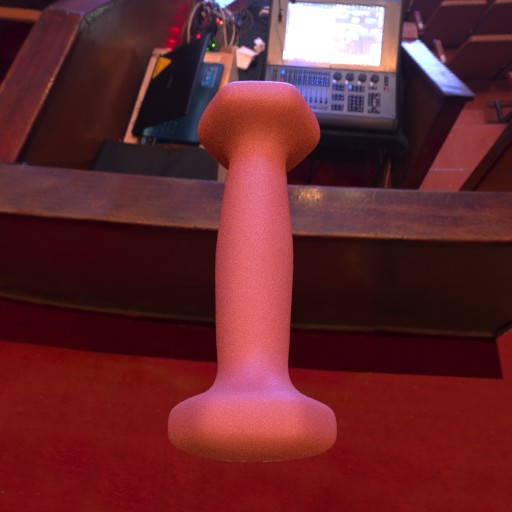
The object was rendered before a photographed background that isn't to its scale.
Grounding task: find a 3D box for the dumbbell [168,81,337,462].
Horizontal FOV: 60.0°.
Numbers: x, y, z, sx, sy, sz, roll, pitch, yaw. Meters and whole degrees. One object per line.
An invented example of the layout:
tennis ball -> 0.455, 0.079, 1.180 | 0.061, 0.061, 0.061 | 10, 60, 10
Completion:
dumbbell -> 0.000, 0.000, 0.146 | 0.047, 0.043, 0.123 | 1, 64, 1
